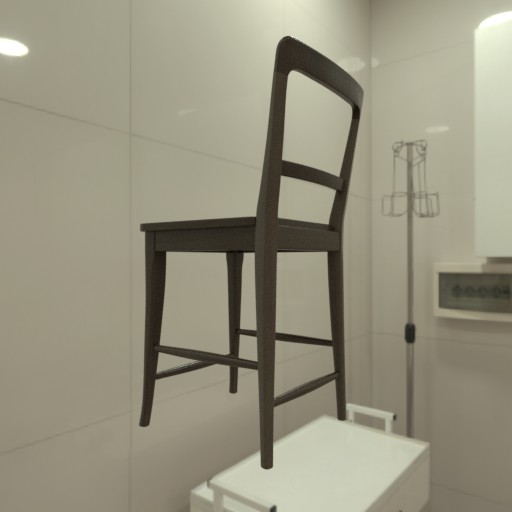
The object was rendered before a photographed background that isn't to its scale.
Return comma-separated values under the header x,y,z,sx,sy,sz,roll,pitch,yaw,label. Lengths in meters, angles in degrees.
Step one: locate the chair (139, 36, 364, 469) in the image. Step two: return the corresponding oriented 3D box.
x,y,z,sx,sy,sz,roll,pitch,yaw,label
0.000,0.000,1.300,0.546,0.991,0.450,0,-1,37,chair
